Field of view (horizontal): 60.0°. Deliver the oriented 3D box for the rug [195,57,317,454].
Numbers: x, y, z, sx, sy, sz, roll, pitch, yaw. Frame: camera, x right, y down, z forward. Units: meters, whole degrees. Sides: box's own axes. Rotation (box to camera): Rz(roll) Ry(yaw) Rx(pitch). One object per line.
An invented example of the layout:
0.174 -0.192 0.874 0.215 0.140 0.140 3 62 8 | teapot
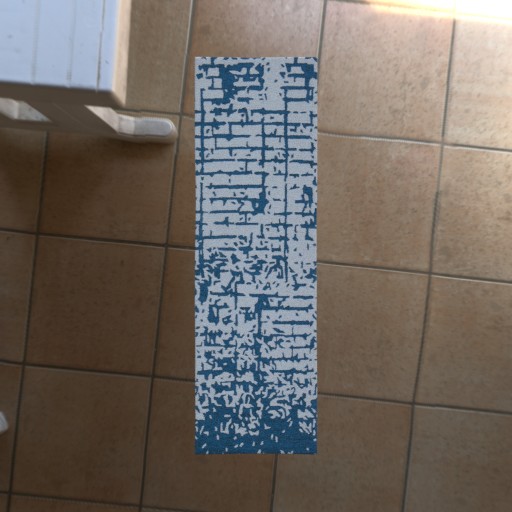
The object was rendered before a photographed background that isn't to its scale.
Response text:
0.000 0.000 2.716 0.750 0.011 2.435 0 90 0 | rug
